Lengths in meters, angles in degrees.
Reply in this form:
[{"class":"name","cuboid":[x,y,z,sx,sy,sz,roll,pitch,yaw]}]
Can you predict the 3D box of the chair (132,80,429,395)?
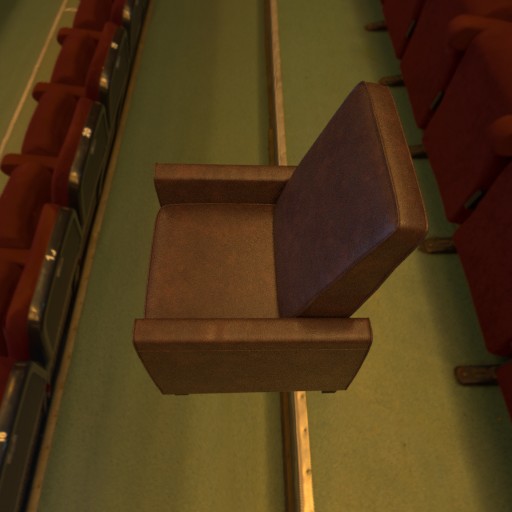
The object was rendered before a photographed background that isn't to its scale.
[{"class":"chair","cuboid":[0.000,0.000,1.492,0.746,1.013,0.705,-1,57,-1]}]
